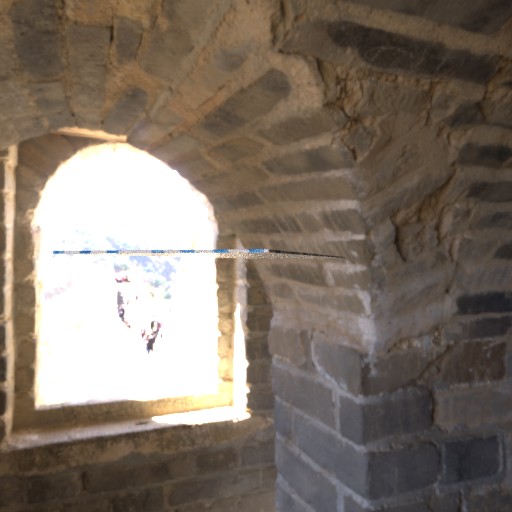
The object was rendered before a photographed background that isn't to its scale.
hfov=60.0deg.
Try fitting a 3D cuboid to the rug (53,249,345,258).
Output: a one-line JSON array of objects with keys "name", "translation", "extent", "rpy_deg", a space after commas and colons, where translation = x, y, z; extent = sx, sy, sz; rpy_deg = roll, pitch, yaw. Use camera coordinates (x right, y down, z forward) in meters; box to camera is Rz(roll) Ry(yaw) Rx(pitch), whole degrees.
[{"name": "rug", "translation": [0.000, 0.000, 1.631], "extent": [0.503, 0.007, 1.492], "rpy_deg": [0, -1, 17]}]
